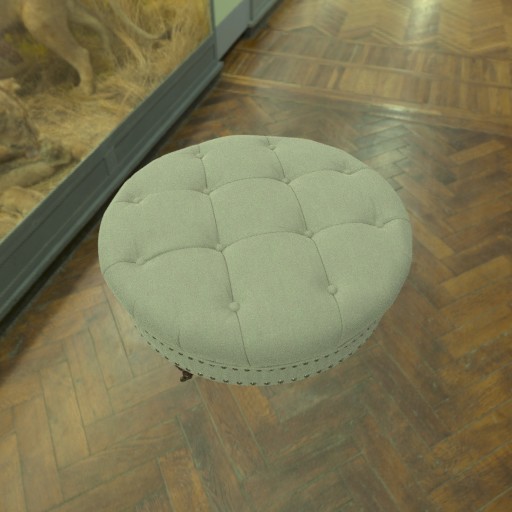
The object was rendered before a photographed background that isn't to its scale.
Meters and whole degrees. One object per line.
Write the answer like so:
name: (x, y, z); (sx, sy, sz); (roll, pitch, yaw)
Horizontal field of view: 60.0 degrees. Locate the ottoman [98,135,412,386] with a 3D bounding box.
ottoman: (0.000, 0.000, 1.409); (0.901, 0.439, 0.901); (0, 47, 0)
